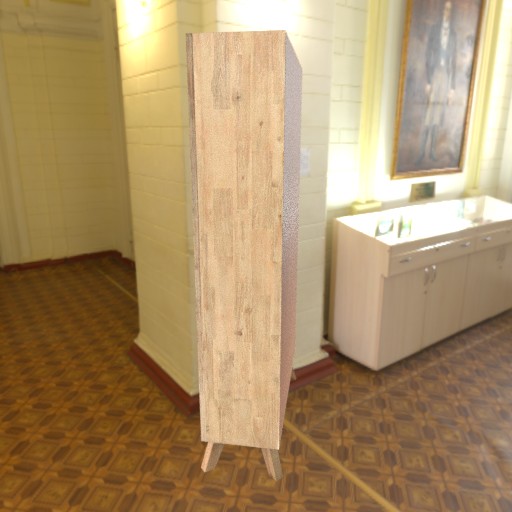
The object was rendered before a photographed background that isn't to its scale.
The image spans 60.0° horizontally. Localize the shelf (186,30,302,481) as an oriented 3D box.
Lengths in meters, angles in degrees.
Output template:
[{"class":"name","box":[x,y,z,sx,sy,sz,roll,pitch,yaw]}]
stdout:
[{"class":"shelf","box":[0.000,0.000,1.757,0.308,1.471,0.748,2,16,9]}]
